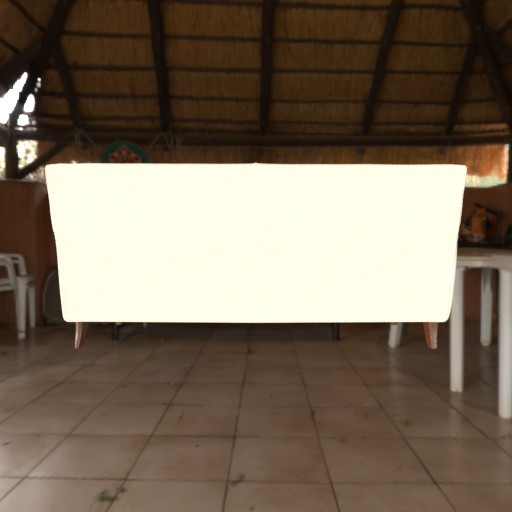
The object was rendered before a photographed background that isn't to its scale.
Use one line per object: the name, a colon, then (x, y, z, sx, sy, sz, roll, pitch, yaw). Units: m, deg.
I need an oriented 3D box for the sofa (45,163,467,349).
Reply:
sofa: (0.000, 0.000, 2.512, 2.001, 0.907, 0.841, 0, 2, 0)
